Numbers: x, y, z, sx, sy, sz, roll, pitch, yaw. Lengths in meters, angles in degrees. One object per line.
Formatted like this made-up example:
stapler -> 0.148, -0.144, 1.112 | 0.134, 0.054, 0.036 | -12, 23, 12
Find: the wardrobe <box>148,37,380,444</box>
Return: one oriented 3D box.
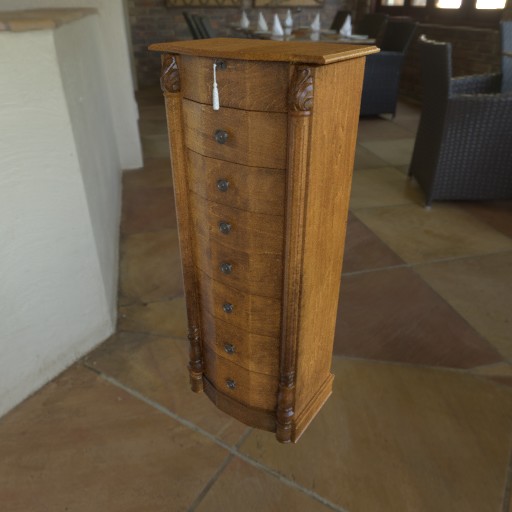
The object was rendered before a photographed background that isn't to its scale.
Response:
wardrobe -> 0.000, 0.000, 1.115 | 0.406, 0.959, 0.273 | 19, 35, 30
